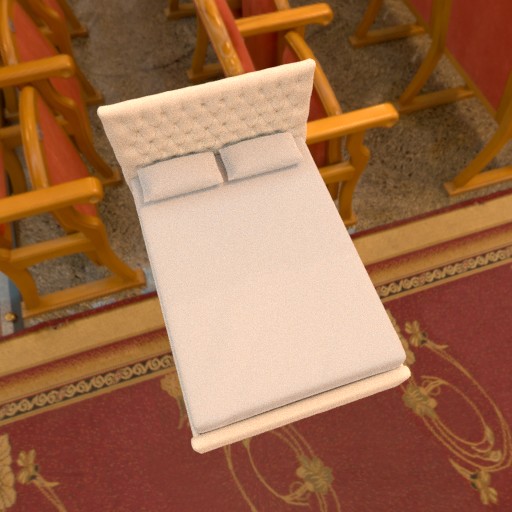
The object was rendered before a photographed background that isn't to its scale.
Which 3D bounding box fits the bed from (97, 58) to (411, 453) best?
[{"bbox_3d":[0.000,0.000,3.457,1.698,1.427,2.387,-16,65,-8],"label":"bed"}]
